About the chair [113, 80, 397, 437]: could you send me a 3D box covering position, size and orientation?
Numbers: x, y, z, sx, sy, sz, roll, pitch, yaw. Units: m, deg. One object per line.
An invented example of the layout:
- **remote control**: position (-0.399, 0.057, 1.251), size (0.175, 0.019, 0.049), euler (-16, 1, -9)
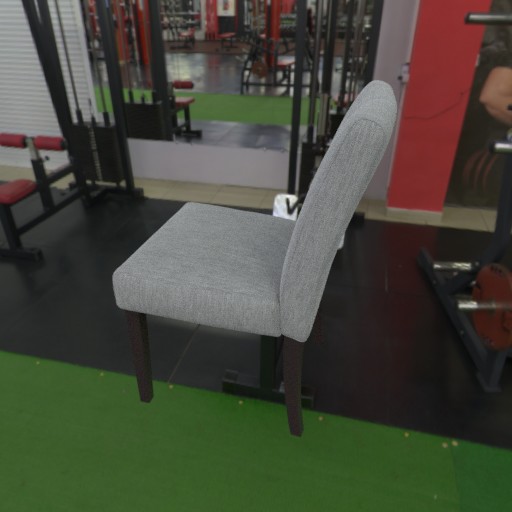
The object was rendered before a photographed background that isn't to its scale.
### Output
- **chair**: position (0.000, 0.000, 1.233), size (0.629, 0.884, 0.487), euler (8, 31, 14)
